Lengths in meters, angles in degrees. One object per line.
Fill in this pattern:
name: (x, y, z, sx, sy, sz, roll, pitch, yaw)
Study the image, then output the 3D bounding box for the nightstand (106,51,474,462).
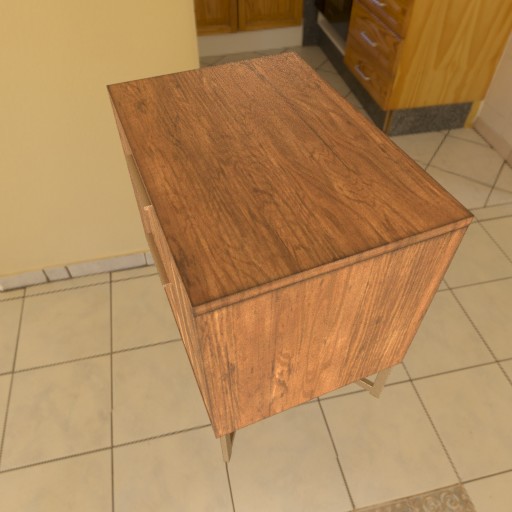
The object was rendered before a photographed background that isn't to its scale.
nightstand: (0.000, 0.000, 1.009, 0.446, 0.610, 0.610, -17, 50, -15)
